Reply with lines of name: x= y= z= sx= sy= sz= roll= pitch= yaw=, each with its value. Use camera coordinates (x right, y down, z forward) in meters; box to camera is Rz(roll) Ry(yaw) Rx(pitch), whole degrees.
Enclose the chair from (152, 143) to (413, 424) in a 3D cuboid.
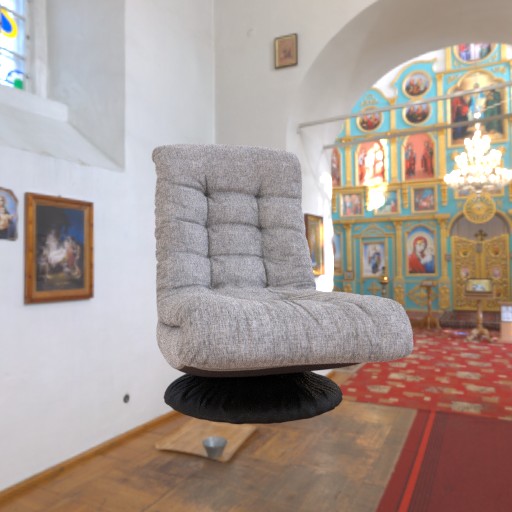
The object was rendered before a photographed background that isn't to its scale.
chair: x=0.000 y=0.000 z=0.945 sx=0.400 sy=0.600 sz=0.583 roll=1 pitch=-2 yaw=-18
